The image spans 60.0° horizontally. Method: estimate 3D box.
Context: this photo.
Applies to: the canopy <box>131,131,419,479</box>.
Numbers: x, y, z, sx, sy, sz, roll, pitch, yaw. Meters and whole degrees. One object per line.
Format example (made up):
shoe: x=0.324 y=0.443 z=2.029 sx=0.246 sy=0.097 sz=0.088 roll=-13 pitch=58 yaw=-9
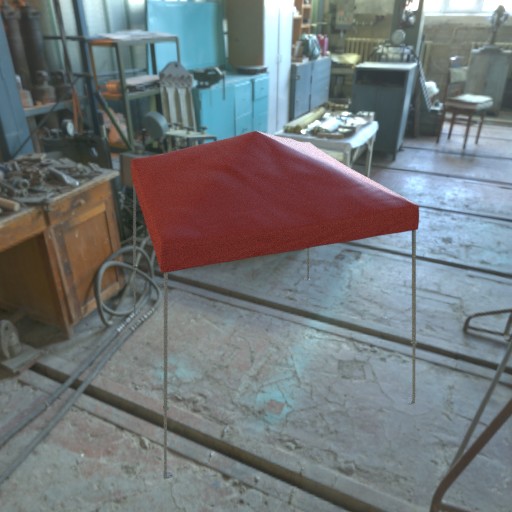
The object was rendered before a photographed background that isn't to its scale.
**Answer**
canopy: x=0.000 y=0.000 z=6.456 sx=3.599 sy=3.600 sz=3.600 roll=-10 pitch=30 yaw=-17
